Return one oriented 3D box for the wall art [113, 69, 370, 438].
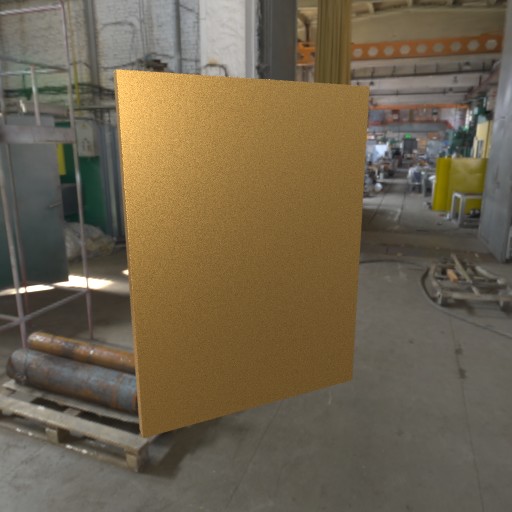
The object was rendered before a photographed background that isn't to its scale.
[{"bbox_3d":[0.000,0.000,1.090,0.610,0.812,0.038,-7,16,-25],"label":"wall art"}]
